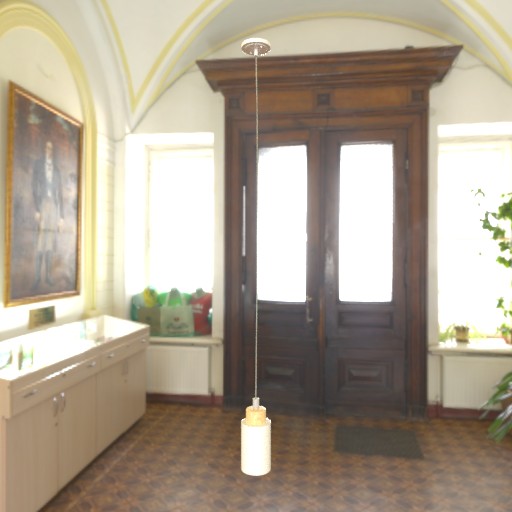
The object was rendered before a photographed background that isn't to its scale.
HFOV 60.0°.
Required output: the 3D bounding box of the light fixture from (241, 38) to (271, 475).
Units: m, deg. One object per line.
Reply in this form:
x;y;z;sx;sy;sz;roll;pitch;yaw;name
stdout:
0.000;0.000;1.883;0.125;1.798;0.125;0;0;-37;light fixture
